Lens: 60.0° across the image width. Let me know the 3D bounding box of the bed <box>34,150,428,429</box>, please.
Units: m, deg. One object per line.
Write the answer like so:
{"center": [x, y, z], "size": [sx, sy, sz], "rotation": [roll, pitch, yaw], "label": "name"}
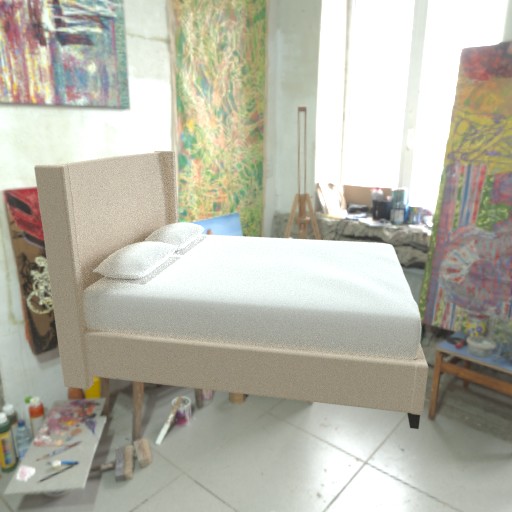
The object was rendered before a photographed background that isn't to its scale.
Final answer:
{"center": [0.000, 0.000, 3.401], "size": [2.293, 1.471, 1.778], "rotation": [3, 16, 11], "label": "bed"}
